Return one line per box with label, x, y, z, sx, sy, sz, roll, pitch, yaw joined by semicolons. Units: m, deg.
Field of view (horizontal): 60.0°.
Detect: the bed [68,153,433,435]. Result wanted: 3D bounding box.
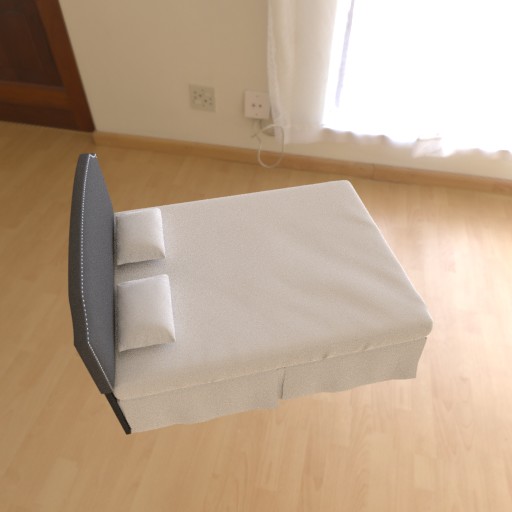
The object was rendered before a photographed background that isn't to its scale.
bed;0.000;0.000;2.934;1.999;1.270;1.558;-9;47;-9
